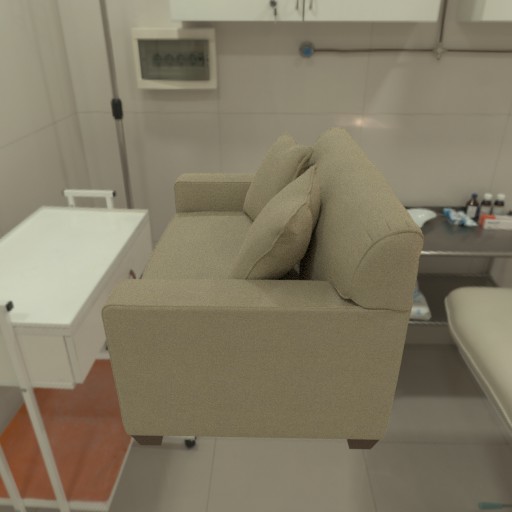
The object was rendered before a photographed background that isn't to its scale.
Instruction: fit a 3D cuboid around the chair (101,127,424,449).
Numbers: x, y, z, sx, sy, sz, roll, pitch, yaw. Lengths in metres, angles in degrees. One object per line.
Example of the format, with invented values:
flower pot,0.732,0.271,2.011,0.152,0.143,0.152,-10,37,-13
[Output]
chair,0.000,0.000,2.023,1.000,0.948,1.383,1,28,1
